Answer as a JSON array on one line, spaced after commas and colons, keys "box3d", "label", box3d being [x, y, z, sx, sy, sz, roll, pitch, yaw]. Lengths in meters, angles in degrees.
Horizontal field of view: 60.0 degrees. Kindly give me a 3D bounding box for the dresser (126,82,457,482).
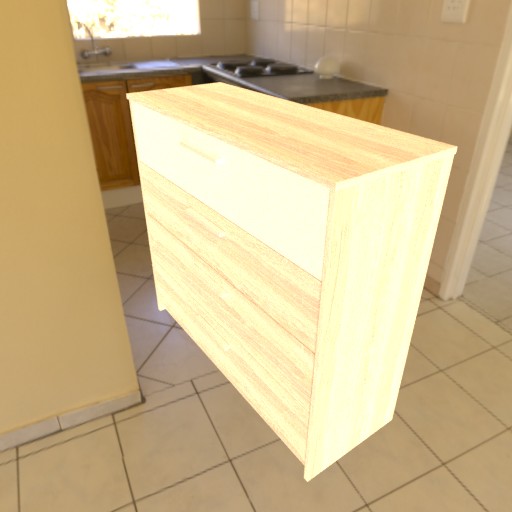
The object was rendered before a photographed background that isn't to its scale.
[{"box3d": [0.000, 0.000, 1.445, 0.380, 0.900, 0.980, -20, 36, -30], "label": "dresser"}]
